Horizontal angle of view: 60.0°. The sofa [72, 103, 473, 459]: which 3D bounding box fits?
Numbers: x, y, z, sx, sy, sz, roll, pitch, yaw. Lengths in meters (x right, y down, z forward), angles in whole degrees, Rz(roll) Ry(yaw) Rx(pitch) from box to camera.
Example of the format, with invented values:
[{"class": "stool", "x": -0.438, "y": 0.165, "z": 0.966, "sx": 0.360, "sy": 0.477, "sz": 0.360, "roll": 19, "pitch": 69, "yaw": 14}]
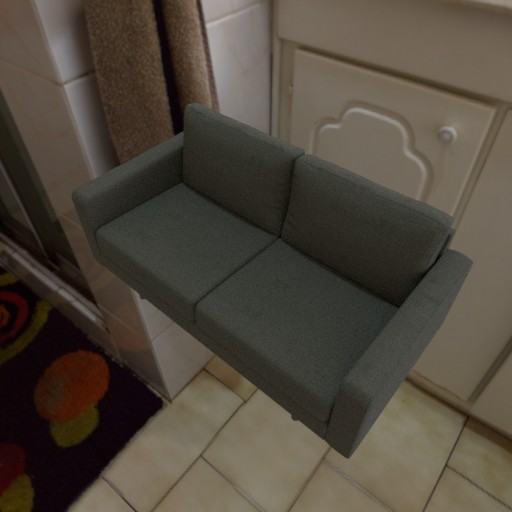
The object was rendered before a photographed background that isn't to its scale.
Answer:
[{"class": "sofa", "x": 0.000, "y": 0.000, "z": 2.210, "sx": 1.730, "sy": 0.897, "sz": 0.889, "roll": 32, "pitch": 54, "yaw": 27}]
